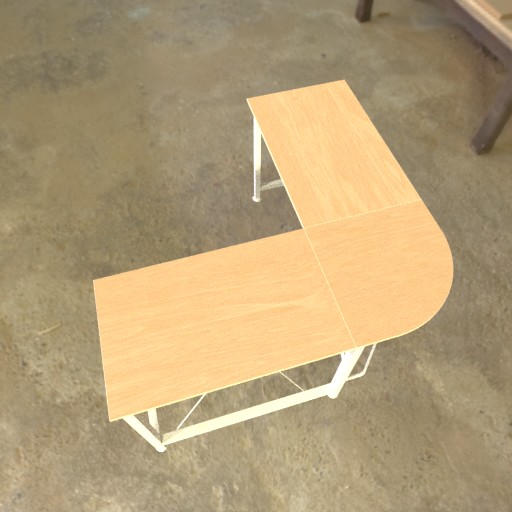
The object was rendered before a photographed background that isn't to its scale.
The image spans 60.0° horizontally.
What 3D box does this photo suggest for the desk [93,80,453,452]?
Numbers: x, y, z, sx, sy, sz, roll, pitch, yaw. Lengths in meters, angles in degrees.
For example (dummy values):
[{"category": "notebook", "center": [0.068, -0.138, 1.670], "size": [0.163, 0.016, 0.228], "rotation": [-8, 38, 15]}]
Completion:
[{"category": "desk", "center": [0.000, 0.000, 2.213], "size": [1.400, 0.762, 1.400], "rotation": [-14, 59, -9]}]
